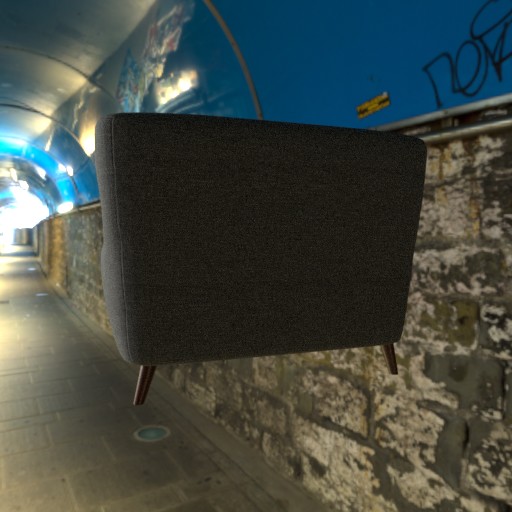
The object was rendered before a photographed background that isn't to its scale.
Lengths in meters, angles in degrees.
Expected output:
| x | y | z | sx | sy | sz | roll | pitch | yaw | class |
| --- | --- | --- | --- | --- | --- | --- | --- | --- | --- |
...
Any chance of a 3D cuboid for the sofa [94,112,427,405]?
| x | y | z | sx | sy | sz | roll | pitch | yaw | class |
| --- | --- | --- | --- | --- | --- | --- | --- | --- | --- |
| 0.000 | 0.000 | 2.017 | 1.358 | 1.028 | 0.874 | -1 | 3 | -18 | sofa |
